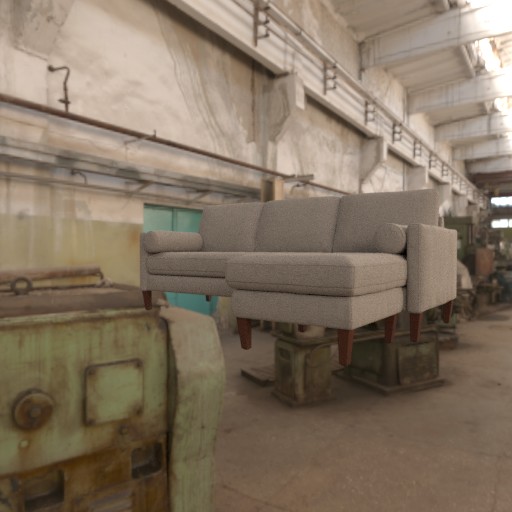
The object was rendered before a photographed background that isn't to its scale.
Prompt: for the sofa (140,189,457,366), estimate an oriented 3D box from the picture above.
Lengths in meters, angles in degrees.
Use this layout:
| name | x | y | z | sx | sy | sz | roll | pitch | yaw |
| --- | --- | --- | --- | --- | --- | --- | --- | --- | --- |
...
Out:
| name | x | y | z | sx | sy | sz | roll | pitch | yaw |
| --- | --- | --- | --- | --- | --- | --- | --- | --- | --- |
| sofa | 0.000 | 0.000 | 2.923 | 2.178 | 0.875 | 1.506 | 1 | 1 | 36 |
